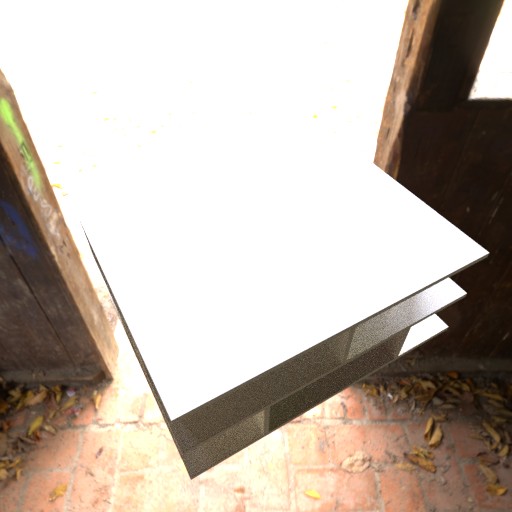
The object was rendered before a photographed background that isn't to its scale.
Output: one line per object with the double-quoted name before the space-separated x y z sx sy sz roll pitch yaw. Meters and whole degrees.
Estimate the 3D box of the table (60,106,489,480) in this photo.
"table" 0.000 0.000 1.100 0.700 0.289 0.700 -23 51 -20
